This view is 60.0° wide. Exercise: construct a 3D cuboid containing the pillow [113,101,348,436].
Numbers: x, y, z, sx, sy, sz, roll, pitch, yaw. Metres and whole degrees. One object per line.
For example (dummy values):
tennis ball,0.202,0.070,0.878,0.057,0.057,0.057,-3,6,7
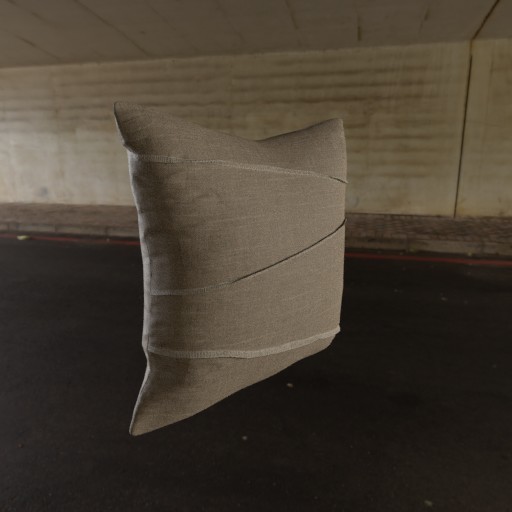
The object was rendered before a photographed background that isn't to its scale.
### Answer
pillow,0.000,0.000,0.643,0.424,0.400,0.169,-13,19,-43
